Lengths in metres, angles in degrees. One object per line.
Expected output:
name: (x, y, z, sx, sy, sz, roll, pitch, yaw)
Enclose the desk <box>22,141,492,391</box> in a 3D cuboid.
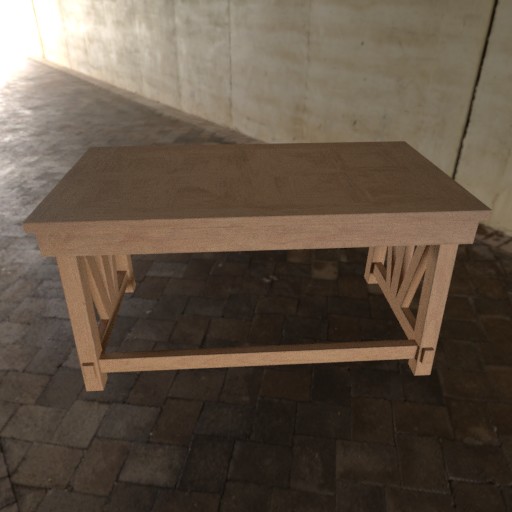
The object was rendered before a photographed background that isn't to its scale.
desk: (0.000, 0.000, 1.950, 1.499, 0.762, 0.813, -2, 30, -3)
